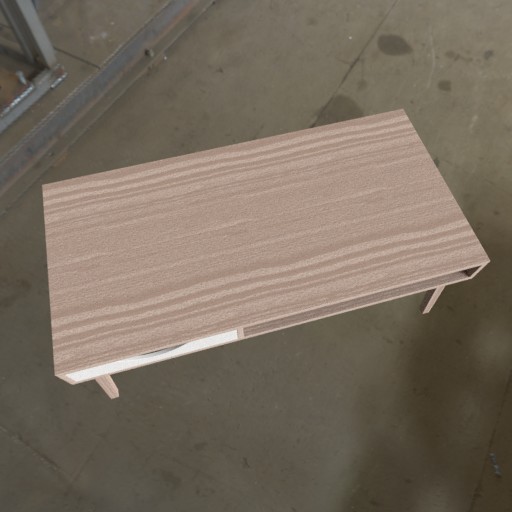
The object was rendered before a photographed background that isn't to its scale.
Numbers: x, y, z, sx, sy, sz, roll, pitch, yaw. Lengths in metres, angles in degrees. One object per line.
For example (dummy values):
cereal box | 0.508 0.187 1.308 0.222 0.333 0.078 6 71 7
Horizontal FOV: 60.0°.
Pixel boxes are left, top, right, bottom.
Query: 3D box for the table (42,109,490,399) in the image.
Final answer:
table | 0.000 0.000 1.502 1.200 0.450 0.600 -14 64 -7
